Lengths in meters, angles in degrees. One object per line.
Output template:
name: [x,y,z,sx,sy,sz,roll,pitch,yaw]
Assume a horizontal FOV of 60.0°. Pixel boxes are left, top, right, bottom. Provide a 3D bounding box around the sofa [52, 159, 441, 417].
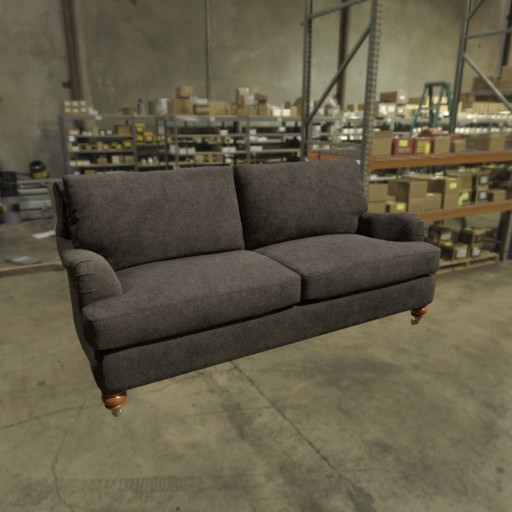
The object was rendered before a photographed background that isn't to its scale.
sofa: [0.000,0.000,2.714,2.160,1.054,1.087,-9,20,-28]
